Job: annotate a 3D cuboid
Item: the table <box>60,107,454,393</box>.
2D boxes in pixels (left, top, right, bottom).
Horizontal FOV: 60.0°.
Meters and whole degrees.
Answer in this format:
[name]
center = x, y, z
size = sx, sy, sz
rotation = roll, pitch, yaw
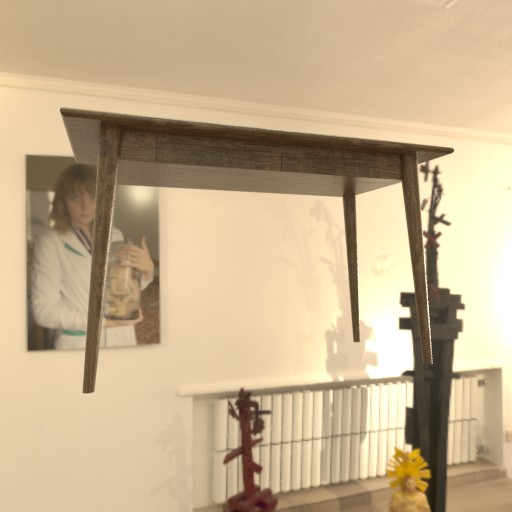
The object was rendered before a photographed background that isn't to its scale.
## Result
[table]
center = 0.000, 0.000, 1.662
size = 1.300, 0.780, 0.599
rotation = 0, -1, -18
